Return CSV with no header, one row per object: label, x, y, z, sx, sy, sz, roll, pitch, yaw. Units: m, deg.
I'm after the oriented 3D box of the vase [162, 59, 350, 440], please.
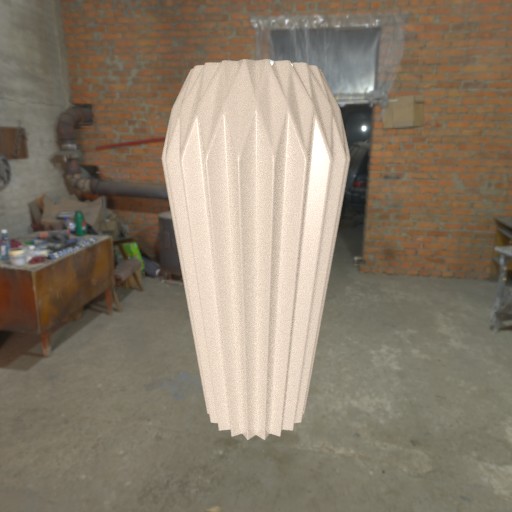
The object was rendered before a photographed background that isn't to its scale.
vase,0.000,0.000,0.337,0.133,0.263,0.133,0,14,0
